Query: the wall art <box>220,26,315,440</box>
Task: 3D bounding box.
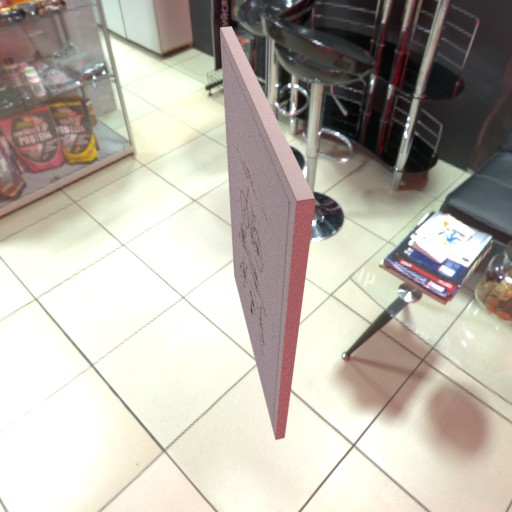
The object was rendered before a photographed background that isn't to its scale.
[{"bbox_3d":[0.000,0.000,0.610,0.015,0.477,0.332,-10,48,-9],"label":"wall art"}]
